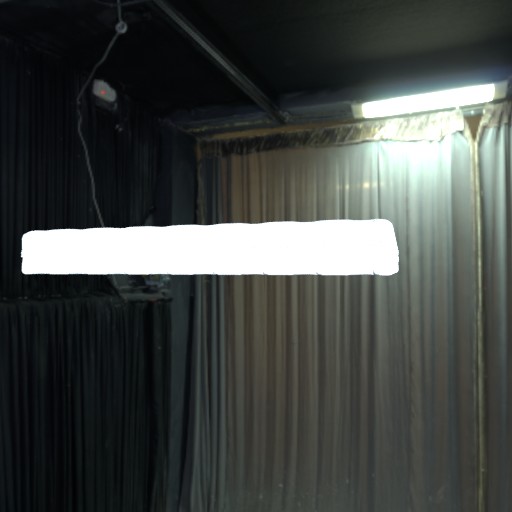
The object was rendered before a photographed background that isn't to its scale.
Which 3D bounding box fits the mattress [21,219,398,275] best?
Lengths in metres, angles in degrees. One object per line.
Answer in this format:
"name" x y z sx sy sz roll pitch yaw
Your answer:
"mattress" 0.000 0.000 2.633 1.600 0.200 1.900 -1 -2 18
